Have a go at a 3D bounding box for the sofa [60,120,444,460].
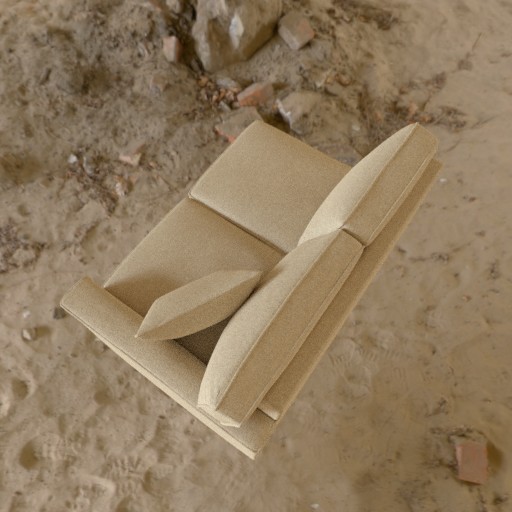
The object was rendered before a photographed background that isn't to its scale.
[{"bbox_3d":[0.000,0.000,2.023,0.991,0.989,1.388,33,68,15],"label":"sofa"}]
